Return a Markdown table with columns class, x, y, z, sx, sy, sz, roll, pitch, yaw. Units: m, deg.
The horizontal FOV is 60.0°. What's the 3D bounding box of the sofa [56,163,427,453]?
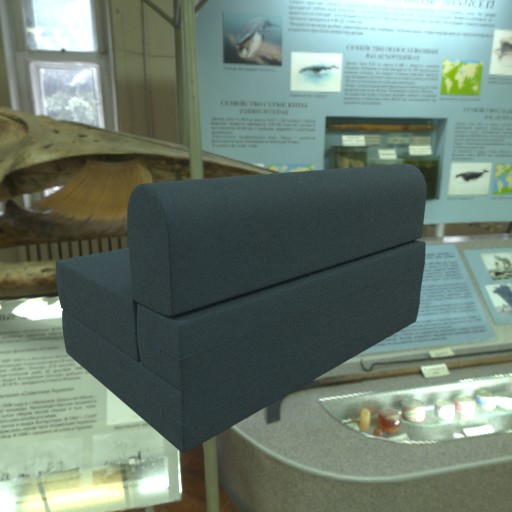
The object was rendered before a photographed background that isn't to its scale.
| class | x | y | z | sx | sy | sz | roll | pitch | yaw |
| --- | --- | --- | --- | --- | --- | --- | --- | --- | --- |
| sofa | 0.000 | 0.000 | 1.670 | 1.219 | 0.660 | 0.762 | -14 | 20 | -42 |
